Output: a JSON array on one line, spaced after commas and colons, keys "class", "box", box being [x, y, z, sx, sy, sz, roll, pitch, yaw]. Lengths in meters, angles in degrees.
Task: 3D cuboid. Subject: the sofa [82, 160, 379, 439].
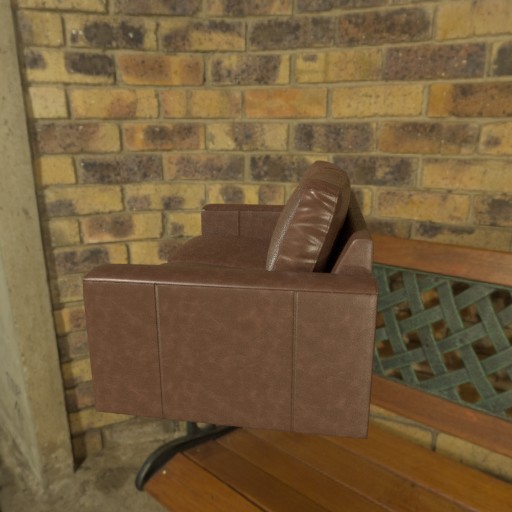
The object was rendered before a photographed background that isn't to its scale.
[{"class": "sofa", "box": [0.000, 0.000, 2.209, 1.016, 0.873, 1.616, 2, 16, 9]}]
